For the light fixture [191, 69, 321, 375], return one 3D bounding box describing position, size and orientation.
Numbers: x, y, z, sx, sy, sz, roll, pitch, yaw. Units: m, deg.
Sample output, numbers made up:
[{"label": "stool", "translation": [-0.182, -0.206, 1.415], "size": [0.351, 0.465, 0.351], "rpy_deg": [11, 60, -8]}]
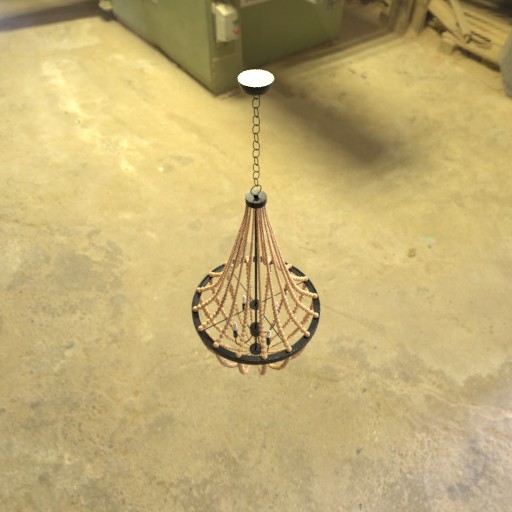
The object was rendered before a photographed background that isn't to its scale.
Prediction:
[{"label": "light fixture", "translation": [0.000, 0.000, 1.367], "size": [0.450, 1.133, 0.450], "rpy_deg": [0, 48, 0]}]
